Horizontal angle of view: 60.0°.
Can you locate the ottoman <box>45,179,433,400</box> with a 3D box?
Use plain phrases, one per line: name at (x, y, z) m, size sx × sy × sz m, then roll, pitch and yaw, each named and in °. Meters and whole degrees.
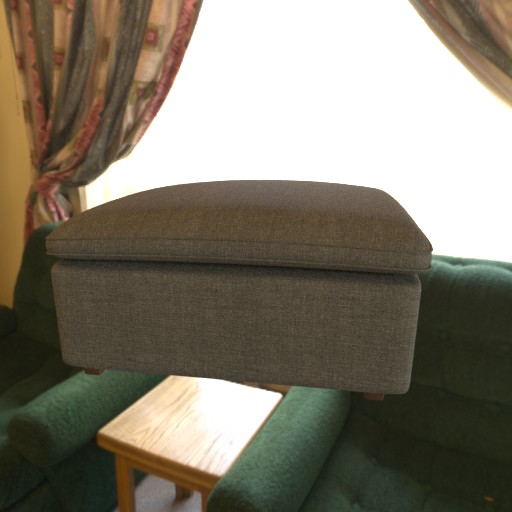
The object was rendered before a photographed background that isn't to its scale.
ottoman at (0.000, 0.000, 1.688) m, size 1.067 × 0.559 × 1.067 m, roll 2°, pitch 15°, yaw 9°
